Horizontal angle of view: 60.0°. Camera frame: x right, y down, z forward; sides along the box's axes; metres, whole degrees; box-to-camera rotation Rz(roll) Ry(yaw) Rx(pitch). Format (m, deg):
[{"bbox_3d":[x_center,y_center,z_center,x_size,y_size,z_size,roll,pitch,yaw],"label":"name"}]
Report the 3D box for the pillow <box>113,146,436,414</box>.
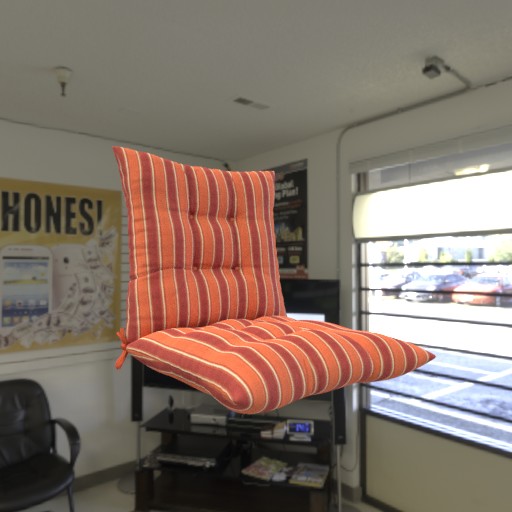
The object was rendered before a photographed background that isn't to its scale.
[{"bbox_3d":[0.000,0.000,1.012,0.541,0.536,0.585,1,-2,-37],"label":"pillow"}]
